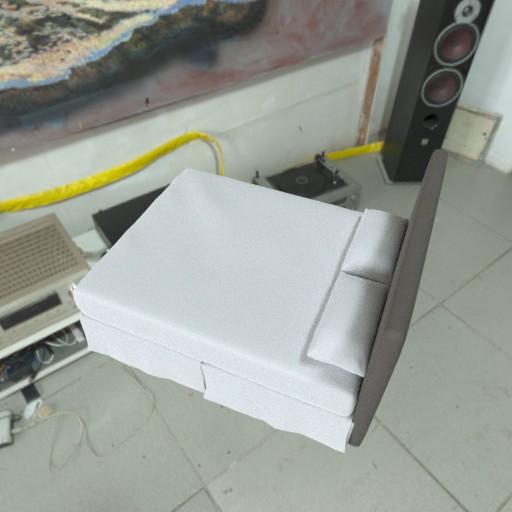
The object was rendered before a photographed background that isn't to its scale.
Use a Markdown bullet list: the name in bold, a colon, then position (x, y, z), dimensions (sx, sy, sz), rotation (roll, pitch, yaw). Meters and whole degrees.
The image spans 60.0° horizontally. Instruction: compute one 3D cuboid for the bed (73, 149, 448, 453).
- **bed**: position (0.000, 0.000, 3.199), dimensions (2.142, 1.330, 1.723), rotation (17, 48, 16)
